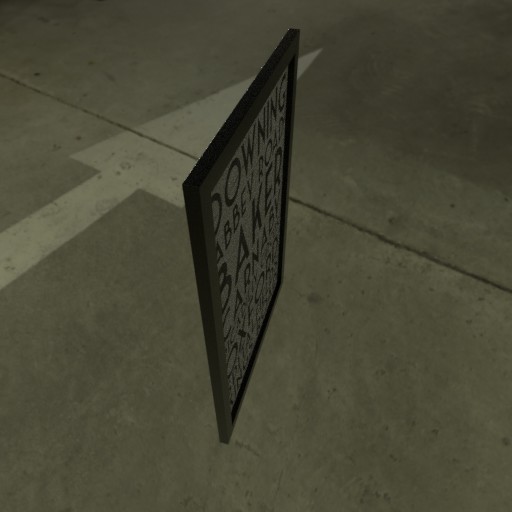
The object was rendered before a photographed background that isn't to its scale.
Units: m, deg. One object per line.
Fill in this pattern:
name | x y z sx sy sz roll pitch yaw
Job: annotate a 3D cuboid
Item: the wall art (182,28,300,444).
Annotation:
wall art | 0.000 0.000 0.550 0.013 0.432 0.304 12 47 12
